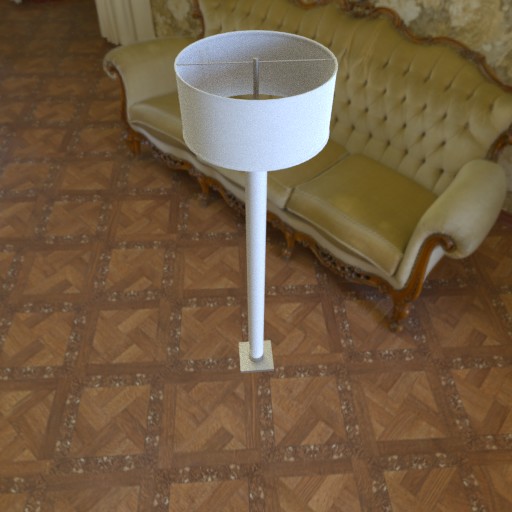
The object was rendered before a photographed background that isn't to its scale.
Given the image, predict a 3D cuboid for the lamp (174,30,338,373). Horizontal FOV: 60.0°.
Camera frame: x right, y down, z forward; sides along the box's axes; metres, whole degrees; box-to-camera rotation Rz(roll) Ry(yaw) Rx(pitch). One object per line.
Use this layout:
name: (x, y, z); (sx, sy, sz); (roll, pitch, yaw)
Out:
lamp: (0.000, 0.000, 1.667); (0.420, 1.475, 0.420); (-3, 47, -3)
